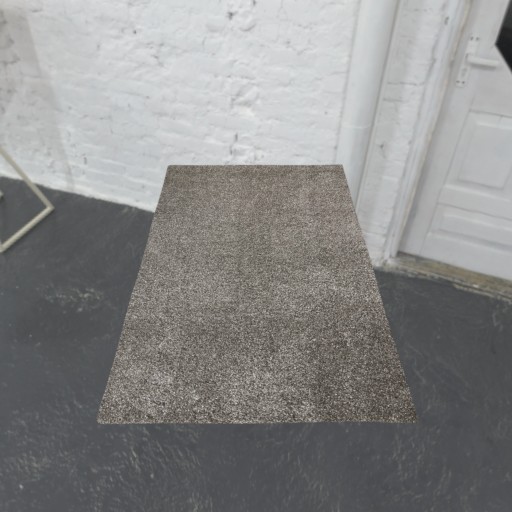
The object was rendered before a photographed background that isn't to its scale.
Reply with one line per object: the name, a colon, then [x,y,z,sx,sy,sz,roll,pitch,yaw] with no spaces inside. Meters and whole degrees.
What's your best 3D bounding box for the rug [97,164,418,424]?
rug: [0.000,0.000,2.944,1.501,0.025,2.352,0,41,0]
